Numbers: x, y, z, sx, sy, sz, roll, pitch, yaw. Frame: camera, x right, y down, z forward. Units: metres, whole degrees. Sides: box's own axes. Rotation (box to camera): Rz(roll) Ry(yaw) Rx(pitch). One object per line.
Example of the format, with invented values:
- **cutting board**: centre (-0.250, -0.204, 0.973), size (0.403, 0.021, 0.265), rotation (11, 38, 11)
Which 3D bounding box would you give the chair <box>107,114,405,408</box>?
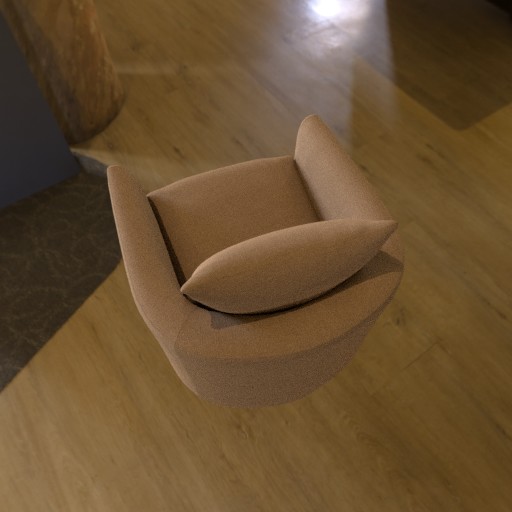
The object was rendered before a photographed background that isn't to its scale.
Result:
- **chair**: centre (0.000, 0.000, 1.569), size (0.845, 0.848, 0.910), rotation (-17, 61, -10)
